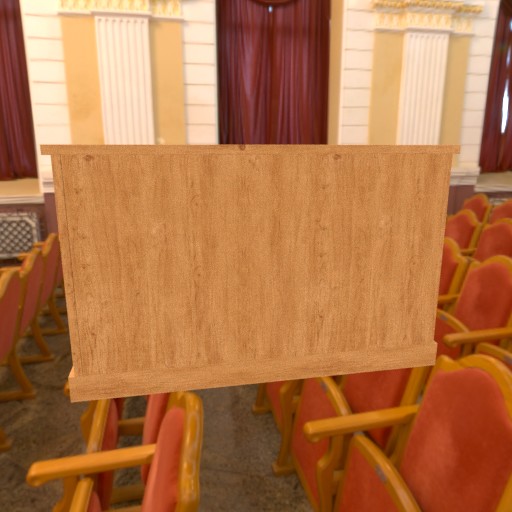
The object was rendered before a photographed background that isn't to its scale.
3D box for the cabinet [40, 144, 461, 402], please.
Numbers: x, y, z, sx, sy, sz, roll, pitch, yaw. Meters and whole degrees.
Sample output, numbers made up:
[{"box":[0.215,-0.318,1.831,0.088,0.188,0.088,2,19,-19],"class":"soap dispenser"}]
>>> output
[{"box":[0.000,0.000,1.669,1.321,0.810,0.432,-3,14,-11],"class":"cabinet"}]
